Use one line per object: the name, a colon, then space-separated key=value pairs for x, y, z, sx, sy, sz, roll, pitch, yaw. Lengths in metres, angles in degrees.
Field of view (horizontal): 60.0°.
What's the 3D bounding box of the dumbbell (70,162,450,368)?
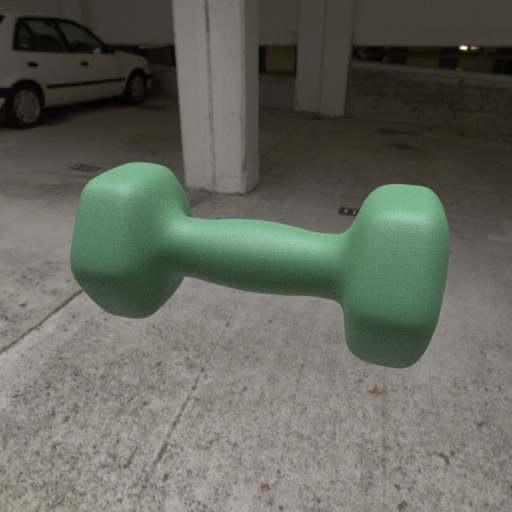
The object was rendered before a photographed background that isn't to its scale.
dumbbell: x=0.000 y=0.000 z=0.326 sx=0.257 sy=0.114 sz=0.126 roll=8 pitch=28 yaw=16
